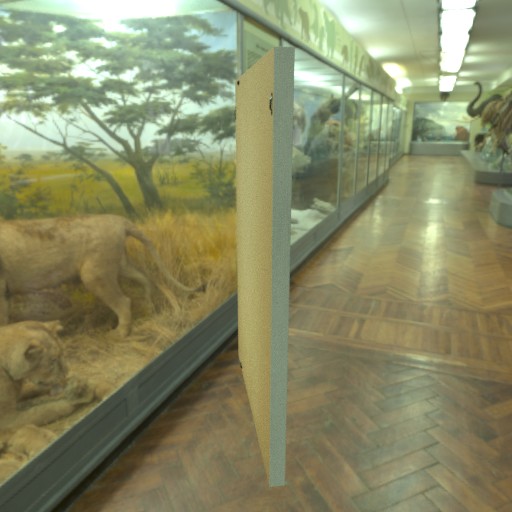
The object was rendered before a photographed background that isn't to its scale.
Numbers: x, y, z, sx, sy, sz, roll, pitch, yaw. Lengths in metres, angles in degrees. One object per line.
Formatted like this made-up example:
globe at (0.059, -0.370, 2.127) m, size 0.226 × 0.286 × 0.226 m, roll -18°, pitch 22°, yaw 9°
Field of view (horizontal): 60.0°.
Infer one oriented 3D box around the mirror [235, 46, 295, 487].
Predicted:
mirror at (0.000, 0.000, 1.167) m, size 0.041 × 0.915 × 0.609 m, roll -2°, pitch 16°, yaw -8°
